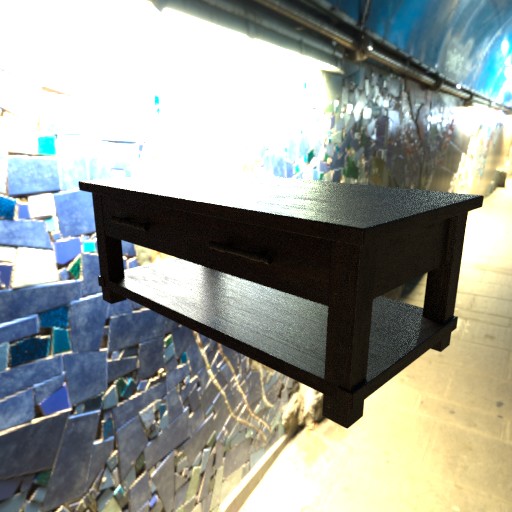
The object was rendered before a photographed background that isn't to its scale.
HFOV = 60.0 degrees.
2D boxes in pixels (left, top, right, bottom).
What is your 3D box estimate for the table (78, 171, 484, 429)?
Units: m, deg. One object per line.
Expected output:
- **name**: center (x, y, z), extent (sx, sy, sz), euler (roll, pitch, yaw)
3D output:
- **table**: center (0.000, 0.000, 1.599), extent (1.270, 0.494, 0.700), euler (15, 21, 42)
